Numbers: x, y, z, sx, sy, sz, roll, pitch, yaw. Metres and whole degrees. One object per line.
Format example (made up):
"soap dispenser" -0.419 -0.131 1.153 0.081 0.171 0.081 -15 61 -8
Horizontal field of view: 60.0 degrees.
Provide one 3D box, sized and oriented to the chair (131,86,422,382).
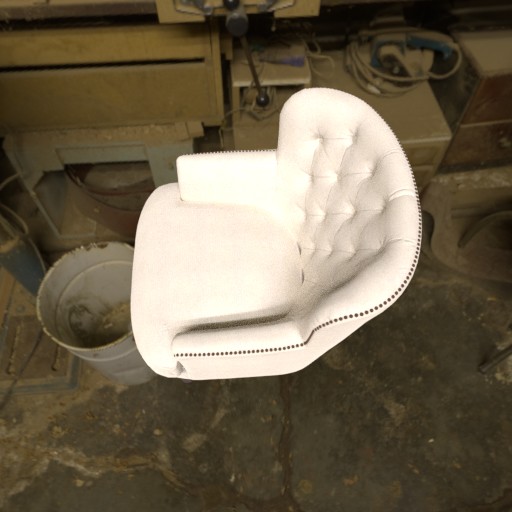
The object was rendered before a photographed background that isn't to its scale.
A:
"chair" 0.000 0.000 1.608 0.906 0.868 0.848 -3 59 -2
